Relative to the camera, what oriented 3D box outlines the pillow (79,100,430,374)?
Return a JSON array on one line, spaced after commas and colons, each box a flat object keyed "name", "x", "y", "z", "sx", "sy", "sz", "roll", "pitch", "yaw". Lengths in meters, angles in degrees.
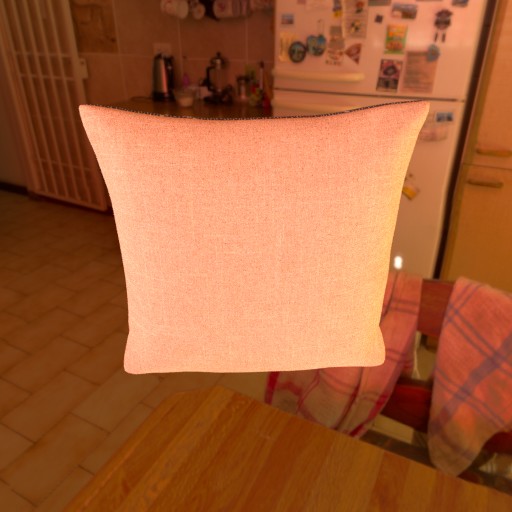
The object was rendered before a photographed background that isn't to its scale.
[{"name": "pillow", "x": 0.000, "y": 0.000, "z": 0.642, "sx": 0.435, "sy": 0.428, "sz": 0.148, "roll": -1, "pitch": 28, "yaw": -2}]
